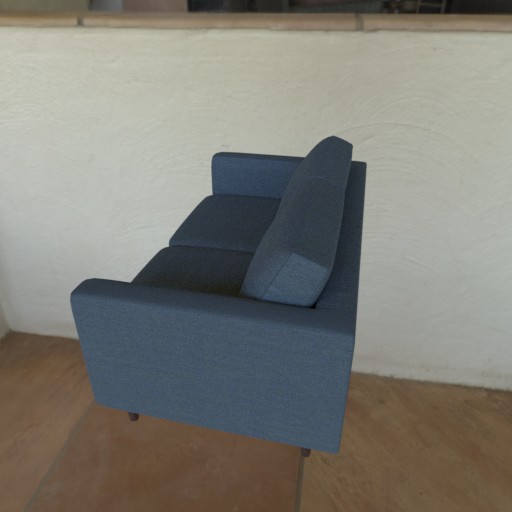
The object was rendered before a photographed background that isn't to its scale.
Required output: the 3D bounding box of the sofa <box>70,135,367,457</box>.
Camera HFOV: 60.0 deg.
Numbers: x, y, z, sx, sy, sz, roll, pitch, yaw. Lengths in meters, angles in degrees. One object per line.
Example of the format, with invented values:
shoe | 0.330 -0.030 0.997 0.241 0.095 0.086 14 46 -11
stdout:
sofa | 0.000 0.000 2.229 0.999 0.907 1.659 7 31 12
